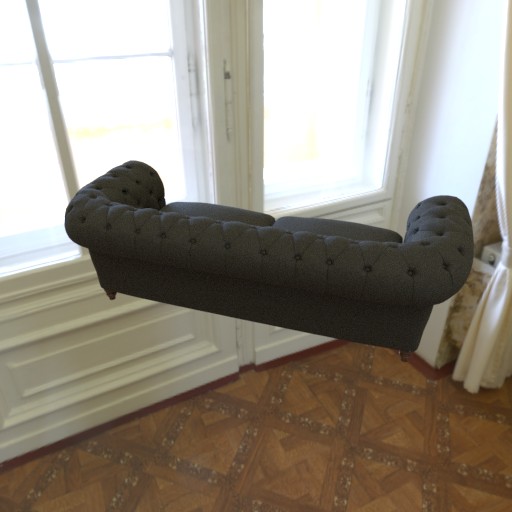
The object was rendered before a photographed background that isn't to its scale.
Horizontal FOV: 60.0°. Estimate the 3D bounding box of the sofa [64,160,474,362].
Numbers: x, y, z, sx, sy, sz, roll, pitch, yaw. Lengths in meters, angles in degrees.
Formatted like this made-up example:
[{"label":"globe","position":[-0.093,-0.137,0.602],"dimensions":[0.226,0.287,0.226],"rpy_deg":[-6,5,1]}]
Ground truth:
[{"label":"sofa","position":[0.000,0.000,2.700],"dimensions":[2.362,0.762,0.991],"rpy_deg":[9,31,16]}]
